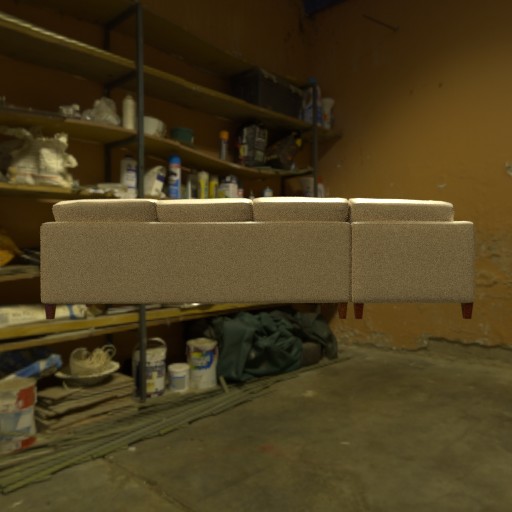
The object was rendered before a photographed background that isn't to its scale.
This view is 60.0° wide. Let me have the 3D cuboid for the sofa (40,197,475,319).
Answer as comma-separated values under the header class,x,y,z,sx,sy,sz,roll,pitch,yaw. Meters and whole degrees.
class,x,y,z,sx,sy,sz,roll,pitch,yaw
sofa,0.000,0.000,4.570,3.302,0.947,2.593,0,0,0
